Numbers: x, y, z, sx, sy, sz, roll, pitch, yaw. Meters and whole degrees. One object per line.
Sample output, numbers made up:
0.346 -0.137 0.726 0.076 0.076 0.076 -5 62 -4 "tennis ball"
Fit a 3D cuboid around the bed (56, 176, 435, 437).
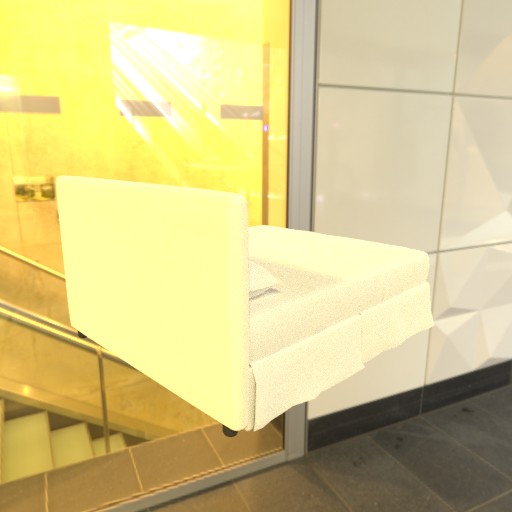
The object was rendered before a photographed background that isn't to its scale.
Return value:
0.000 0.000 3.629 2.119 1.317 2.341 13 19 43 "bed"
